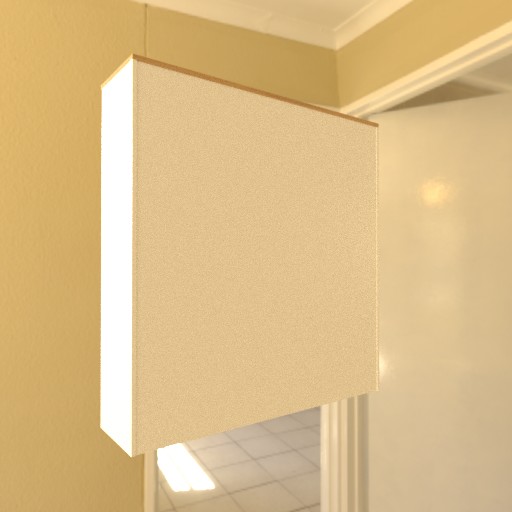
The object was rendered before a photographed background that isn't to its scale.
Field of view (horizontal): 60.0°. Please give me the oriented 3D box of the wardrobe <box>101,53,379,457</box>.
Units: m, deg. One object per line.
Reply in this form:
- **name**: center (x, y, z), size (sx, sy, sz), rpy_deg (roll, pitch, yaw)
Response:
- **wardrobe**: center (0.000, 0.000, 3.358), size (2.160, 2.260, 0.590), rpy_deg (0, -1, -36)
